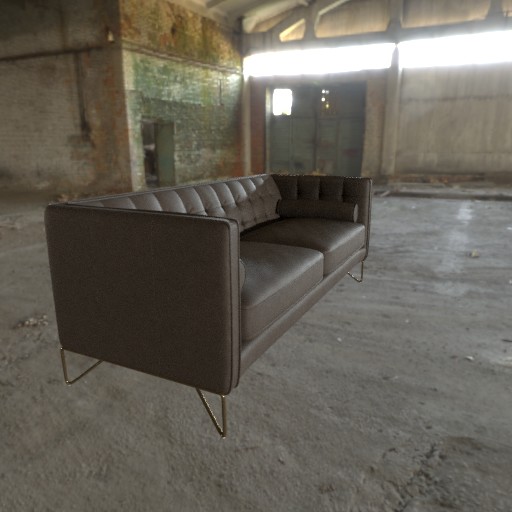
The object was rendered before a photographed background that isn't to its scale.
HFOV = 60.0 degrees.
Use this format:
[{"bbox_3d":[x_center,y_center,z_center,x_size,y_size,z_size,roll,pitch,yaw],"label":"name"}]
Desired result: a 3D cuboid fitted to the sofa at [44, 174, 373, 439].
[{"bbox_3d":[0.000,0.000,2.524,0.867,0.789,2.087,7,16,26],"label":"sofa"}]
